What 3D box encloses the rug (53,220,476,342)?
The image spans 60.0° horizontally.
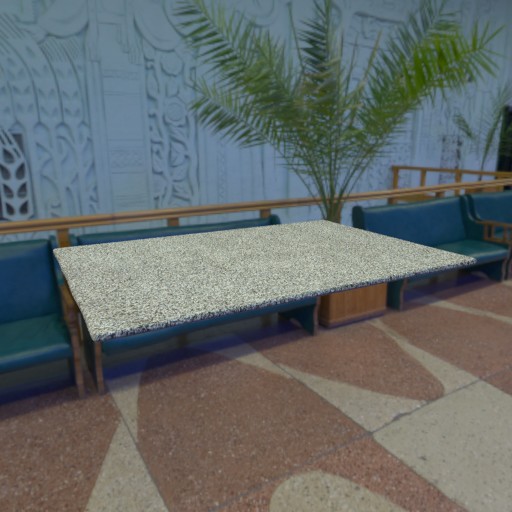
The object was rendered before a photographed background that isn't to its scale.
[{"bbox_3d":[0.000,0.000,2.243,1.778,0.030,1.219,-8,17,-28],"label":"rug"}]
